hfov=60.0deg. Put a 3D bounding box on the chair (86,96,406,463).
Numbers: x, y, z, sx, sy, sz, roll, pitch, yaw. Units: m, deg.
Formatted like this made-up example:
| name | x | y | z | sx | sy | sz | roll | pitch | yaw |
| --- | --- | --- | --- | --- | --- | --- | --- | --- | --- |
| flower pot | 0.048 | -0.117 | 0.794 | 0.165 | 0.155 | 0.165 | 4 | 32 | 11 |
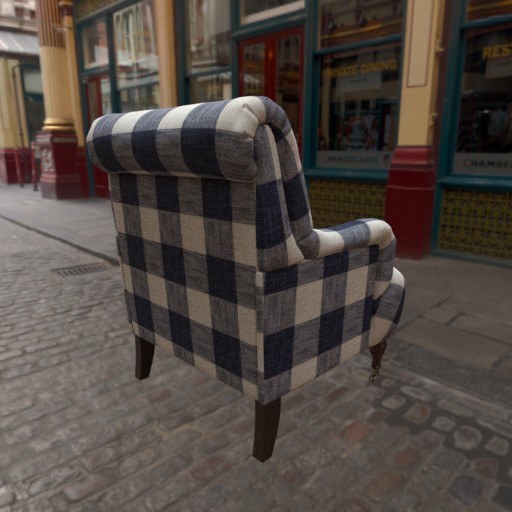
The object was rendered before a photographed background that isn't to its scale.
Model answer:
| name | x | y | z | sx | sy | sz | roll | pitch | yaw |
| --- | --- | --- | --- | --- | --- | --- | --- | --- | --- |
| chair | 0.000 | 0.000 | 1.556 | 0.848 | 0.953 | 0.781 | -13 | 18 | -43 |
